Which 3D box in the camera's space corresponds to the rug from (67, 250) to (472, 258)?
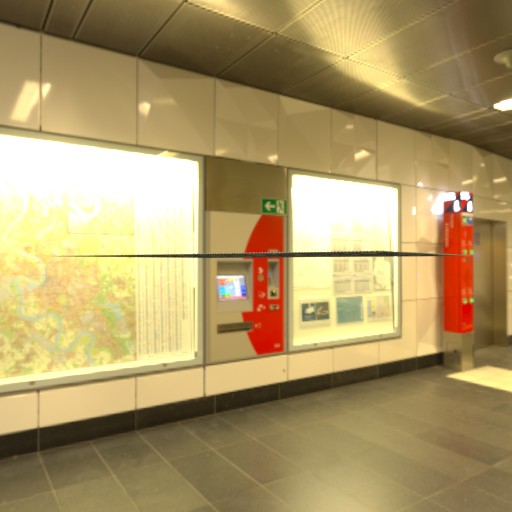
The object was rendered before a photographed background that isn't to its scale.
[{"bbox_3d":[0.000,0.000,2.300,1.835,0.003,1.206,-1,-1,37],"label":"rug"}]
